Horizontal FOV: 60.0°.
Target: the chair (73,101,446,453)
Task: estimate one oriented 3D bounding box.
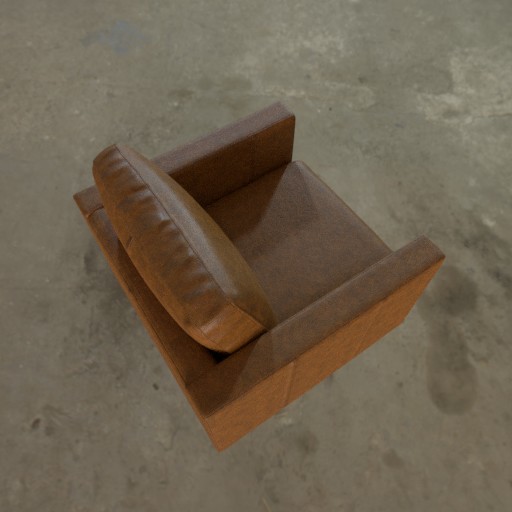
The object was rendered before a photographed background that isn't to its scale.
[{"bbox_3d":[0.000,0.000,1.614,0.909,0.956,0.890,-30,62,-17],"label":"chair"}]
